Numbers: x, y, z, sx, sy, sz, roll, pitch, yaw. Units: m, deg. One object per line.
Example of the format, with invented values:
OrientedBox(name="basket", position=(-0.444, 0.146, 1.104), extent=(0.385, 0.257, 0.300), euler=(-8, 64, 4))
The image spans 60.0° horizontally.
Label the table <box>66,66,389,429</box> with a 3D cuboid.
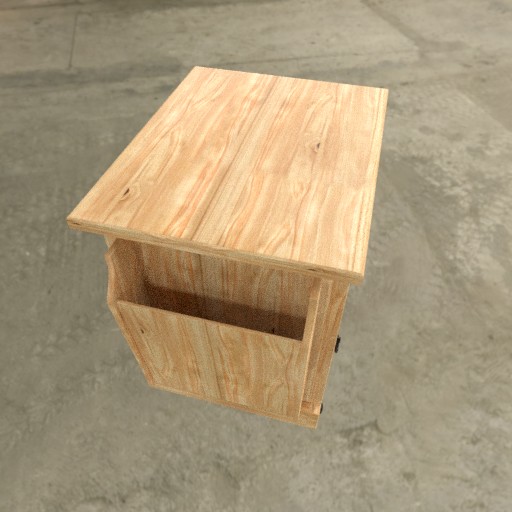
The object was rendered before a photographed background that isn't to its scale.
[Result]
OrientedBox(name="table", position=(0.000, 0.000, 0.876), extent=(0.380, 0.515, 0.530), euler=(11, 47, 10))
